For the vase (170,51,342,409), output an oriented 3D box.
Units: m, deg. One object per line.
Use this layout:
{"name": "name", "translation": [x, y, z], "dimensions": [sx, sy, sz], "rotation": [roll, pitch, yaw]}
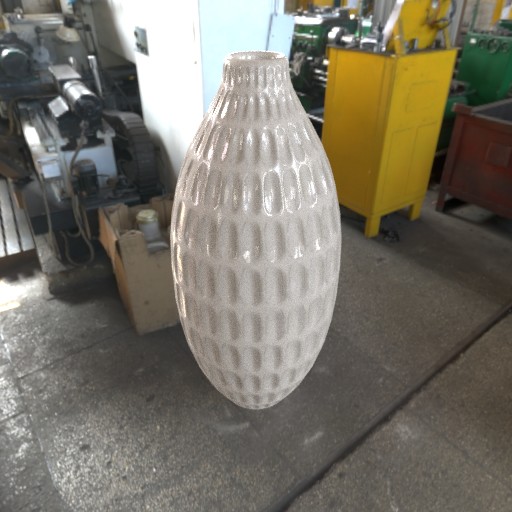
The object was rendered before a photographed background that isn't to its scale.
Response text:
{"name": "vase", "translation": [0.000, 0.000, 0.338], "dimensions": [0.127, 0.282, 0.127], "rotation": [0, 33, 0]}
